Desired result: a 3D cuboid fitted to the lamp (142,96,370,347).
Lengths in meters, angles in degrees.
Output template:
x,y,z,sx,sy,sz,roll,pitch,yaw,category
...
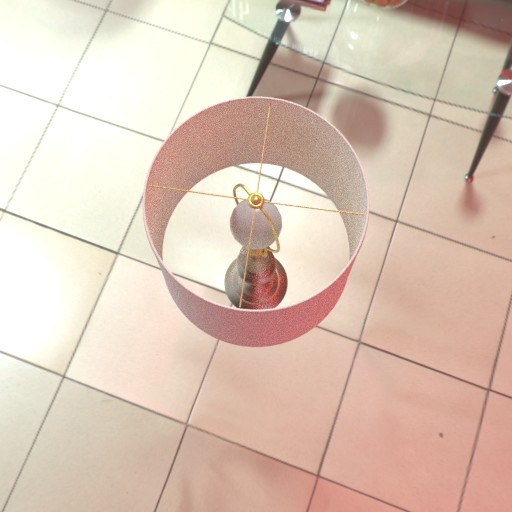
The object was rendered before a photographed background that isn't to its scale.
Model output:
x,y,z,sx,sy,sz,roll,pitch,yaw,category
0.000,0.000,0.812,0.328,0.619,0.328,0,78,0,lamp
